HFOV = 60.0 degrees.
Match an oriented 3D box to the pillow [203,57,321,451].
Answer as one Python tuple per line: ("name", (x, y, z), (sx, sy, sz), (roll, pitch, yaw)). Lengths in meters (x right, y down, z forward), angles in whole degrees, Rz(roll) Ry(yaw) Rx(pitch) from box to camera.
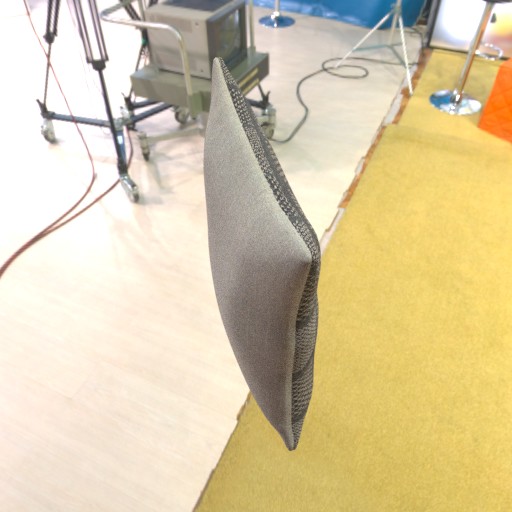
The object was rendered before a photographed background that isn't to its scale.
("pillow", (0.000, 0.000, 0.672), (0.138, 0.432, 0.435), (-10, 47, -10))
